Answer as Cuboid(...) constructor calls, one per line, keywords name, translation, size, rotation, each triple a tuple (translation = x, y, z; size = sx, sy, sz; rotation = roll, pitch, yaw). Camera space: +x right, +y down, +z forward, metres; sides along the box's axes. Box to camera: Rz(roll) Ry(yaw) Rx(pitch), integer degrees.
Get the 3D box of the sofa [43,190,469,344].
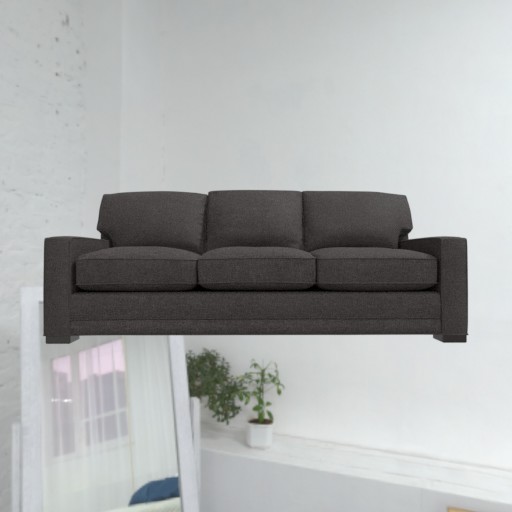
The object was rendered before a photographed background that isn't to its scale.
Cuboid(name="sofa", translation=(0.000, 0.000, 2.946), size=(2.369, 0.978, 1.004), rotation=(0, 0, -1))
